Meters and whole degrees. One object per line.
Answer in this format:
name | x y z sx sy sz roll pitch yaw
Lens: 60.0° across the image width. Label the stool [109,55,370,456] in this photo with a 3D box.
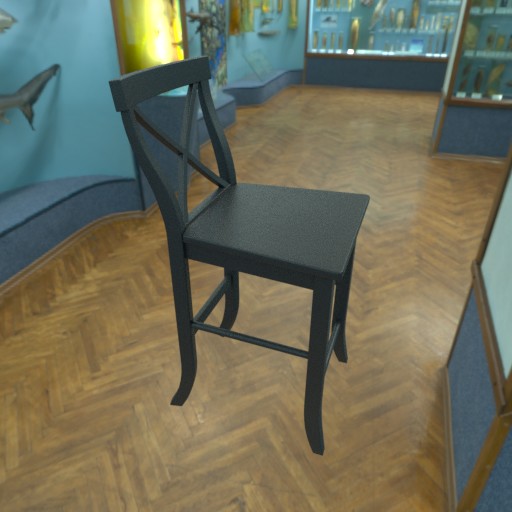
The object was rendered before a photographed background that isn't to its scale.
stool | 0.000 0.000 1.268 0.559 0.989 0.452 11 32 17
